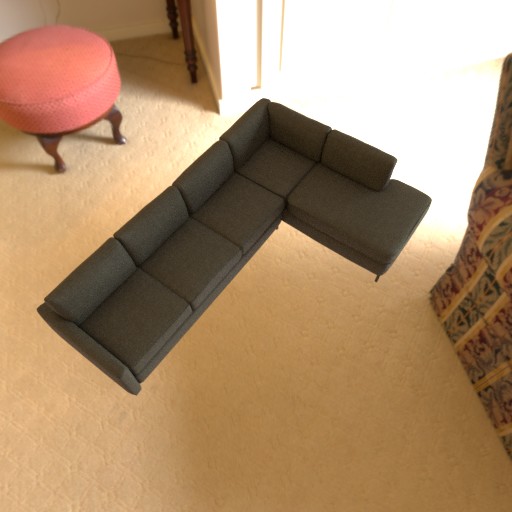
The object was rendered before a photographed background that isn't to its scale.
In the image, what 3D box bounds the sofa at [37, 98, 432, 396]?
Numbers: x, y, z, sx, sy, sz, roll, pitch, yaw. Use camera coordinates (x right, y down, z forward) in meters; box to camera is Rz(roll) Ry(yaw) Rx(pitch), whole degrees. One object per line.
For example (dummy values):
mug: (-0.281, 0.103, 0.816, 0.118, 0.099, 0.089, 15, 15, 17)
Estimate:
sofa: (0.000, 0.000, 3.824, 1.984, 0.858, 2.972, 32, 62, 19)
